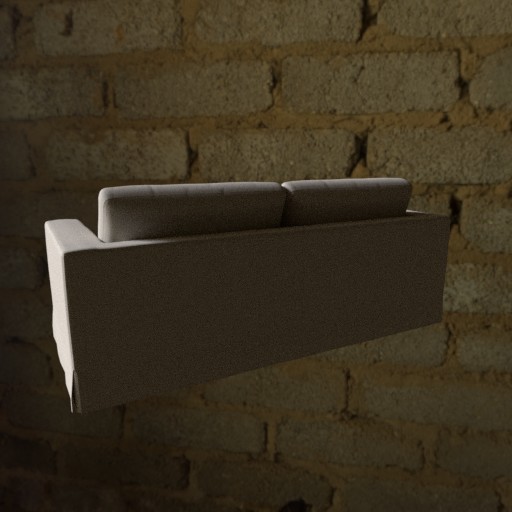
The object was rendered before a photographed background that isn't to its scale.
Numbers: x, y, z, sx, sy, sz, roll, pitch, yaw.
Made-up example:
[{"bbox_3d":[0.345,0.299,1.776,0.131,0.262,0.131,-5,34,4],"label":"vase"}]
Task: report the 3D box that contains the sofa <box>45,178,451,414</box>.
[{"bbox_3d":[0.000,0.000,2.569,2.163,0.881,0.954,-7,14,-28],"label":"sofa"}]
